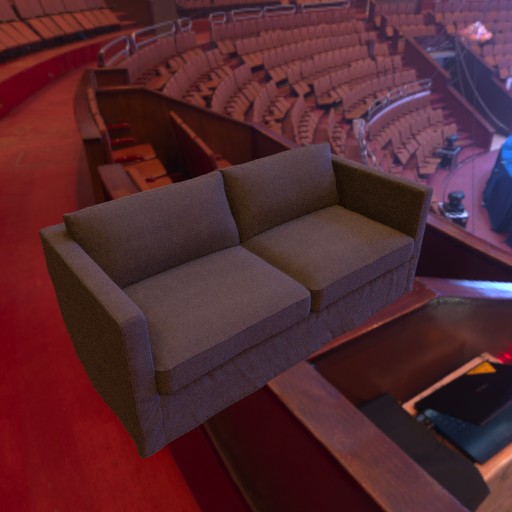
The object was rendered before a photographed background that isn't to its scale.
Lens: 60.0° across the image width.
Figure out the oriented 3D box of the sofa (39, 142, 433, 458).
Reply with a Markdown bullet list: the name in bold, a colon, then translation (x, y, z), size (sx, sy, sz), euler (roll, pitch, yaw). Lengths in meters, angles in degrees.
- **sofa**: translation (0.000, 0.000, 2.487), size (1.982, 0.855, 0.953), euler (-23, 38, -33)
